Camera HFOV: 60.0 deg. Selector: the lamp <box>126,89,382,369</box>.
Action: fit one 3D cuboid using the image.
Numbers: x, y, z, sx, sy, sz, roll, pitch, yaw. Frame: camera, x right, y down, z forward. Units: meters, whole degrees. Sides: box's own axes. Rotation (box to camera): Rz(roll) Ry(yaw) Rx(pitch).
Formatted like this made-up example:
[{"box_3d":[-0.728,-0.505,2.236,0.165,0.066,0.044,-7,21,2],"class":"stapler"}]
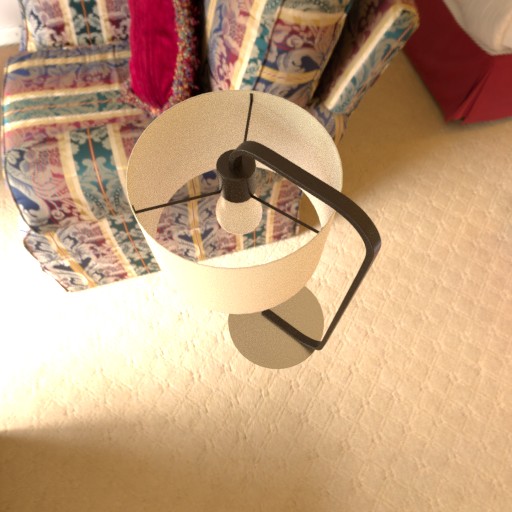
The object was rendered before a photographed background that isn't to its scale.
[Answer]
[{"box_3d":[0.000,0.000,0.626,0.288,0.473,0.230,35,70,15],"class":"lamp"}]
